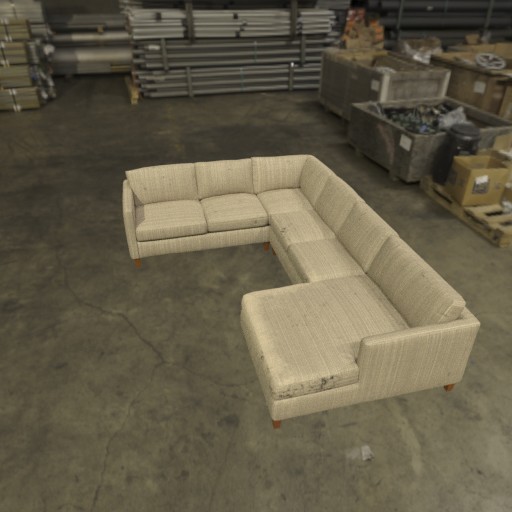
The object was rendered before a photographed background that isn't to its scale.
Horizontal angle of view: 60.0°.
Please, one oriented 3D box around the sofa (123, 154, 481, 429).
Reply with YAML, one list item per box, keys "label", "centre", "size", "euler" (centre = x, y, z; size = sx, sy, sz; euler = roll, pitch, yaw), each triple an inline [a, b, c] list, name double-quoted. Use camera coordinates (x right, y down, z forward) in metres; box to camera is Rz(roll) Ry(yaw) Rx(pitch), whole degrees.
- label: "sofa"
  centre: [0.000, 0.000, 4.505]
  size: [2.594, 0.961, 3.460]
  euler: [-8, 33, -12]
